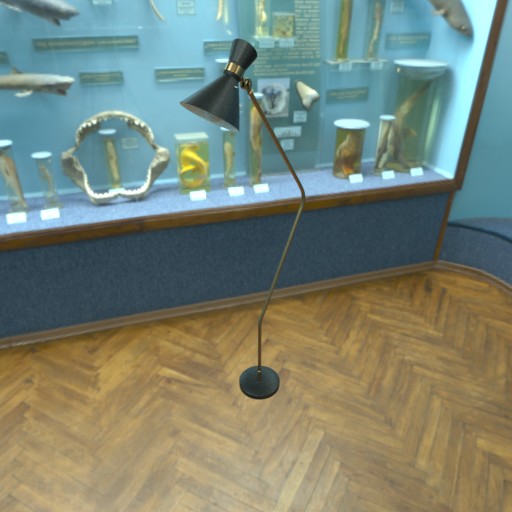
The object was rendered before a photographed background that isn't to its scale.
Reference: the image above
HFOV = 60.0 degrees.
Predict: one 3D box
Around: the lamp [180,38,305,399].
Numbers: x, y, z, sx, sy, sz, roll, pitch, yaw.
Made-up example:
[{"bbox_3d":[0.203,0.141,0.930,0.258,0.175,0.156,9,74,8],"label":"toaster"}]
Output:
[{"bbox_3d":[0.000,0.000,1.626,0.467,1.438,0.277,-8,32,-14],"label":"lamp"}]
